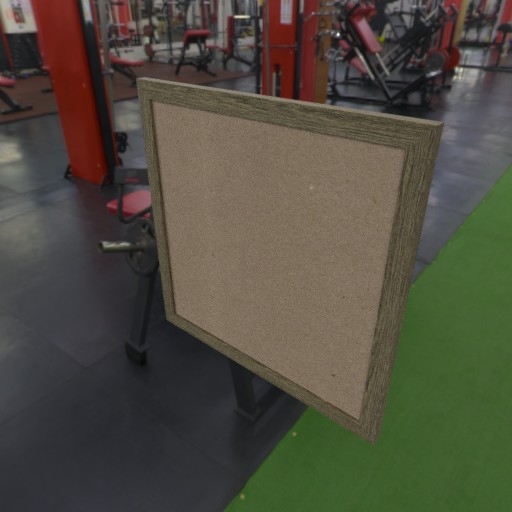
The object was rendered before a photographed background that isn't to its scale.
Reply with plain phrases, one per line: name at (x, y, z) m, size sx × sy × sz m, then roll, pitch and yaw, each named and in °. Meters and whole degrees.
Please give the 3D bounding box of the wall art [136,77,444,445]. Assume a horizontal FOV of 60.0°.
wall art at (0.000, 0.000, 0.735) m, size 0.508 × 0.508 × 0.019 m, roll 22°, pitch 37°, yaw 34°
